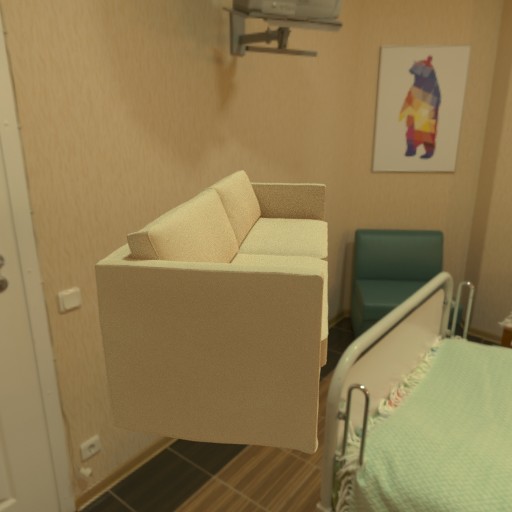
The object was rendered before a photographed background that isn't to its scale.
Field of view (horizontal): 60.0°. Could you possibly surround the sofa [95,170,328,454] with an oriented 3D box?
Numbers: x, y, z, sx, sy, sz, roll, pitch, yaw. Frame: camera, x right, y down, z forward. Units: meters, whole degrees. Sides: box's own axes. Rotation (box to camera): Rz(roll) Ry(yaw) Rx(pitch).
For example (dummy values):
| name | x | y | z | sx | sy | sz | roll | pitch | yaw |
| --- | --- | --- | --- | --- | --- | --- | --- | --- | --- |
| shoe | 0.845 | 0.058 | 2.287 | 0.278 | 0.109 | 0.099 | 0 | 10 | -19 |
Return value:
| name | x | y | z | sx | sy | sz | roll | pitch | yaw |
| --- | --- | --- | --- | --- | --- | --- | --- | --- | --- |
| sofa | 0.000 | 0.000 | 3.237 | 1.036 | 0.999 | 2.779 | 3 | 17 | 8 |
